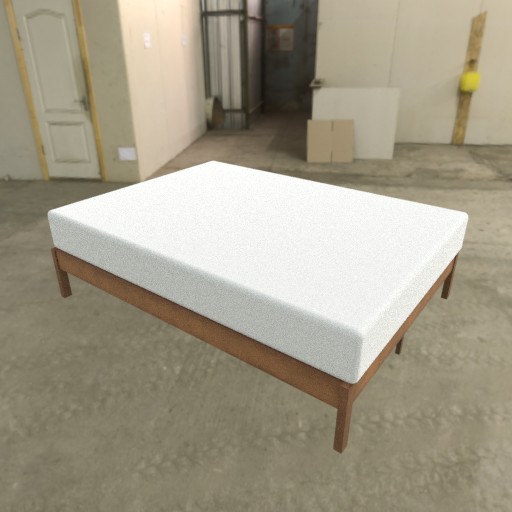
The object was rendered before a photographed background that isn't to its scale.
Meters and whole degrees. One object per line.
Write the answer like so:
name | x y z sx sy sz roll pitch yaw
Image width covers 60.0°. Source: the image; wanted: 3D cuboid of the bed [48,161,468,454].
bed | 0.000 0.000 2.773 2.050 0.593 1.529 19 32 32
